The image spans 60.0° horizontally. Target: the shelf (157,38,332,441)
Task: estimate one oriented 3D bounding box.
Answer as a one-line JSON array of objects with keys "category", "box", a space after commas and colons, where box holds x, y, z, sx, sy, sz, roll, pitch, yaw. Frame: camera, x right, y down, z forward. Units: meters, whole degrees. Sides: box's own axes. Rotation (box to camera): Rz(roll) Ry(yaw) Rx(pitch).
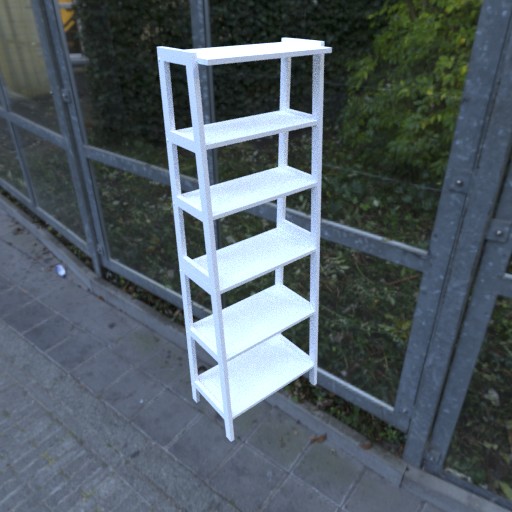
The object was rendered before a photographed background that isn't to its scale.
[{"category": "shelf", "box": [0.000, 0.000, 2.196, 0.660, 1.892, 0.381, -22, 37, -33]}]
